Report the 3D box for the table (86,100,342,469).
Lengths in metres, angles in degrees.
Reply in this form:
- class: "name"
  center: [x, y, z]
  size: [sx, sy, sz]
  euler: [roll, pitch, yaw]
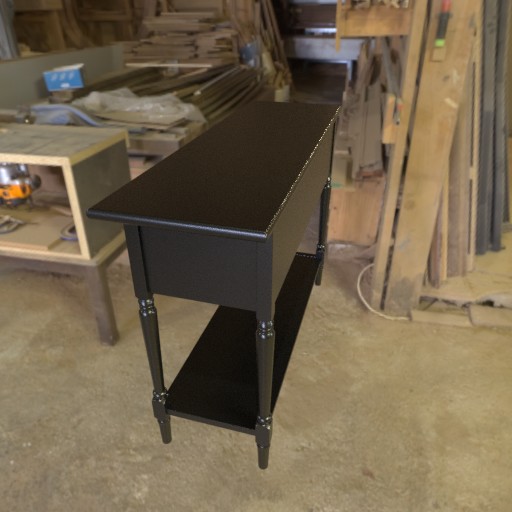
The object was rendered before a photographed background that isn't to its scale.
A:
- class: "table"
  center: [0.000, 0.000, 1.558]
  size: [0.386, 0.819, 1.191]
  euler: [8, 31, 14]
